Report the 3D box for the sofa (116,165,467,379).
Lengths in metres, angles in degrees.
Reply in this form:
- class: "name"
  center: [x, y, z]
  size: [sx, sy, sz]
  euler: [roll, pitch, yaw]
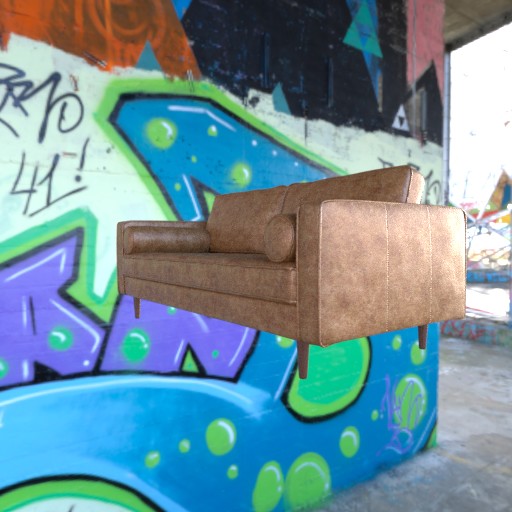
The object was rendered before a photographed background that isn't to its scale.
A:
- class: "sofa"
  center: [0.000, 0.000, 2.426]
  size: [0.924, 0.825, 1.920]
  euler: [-1, 2, -36]
